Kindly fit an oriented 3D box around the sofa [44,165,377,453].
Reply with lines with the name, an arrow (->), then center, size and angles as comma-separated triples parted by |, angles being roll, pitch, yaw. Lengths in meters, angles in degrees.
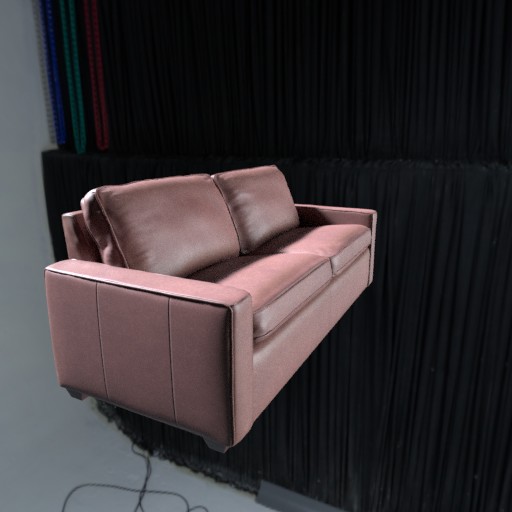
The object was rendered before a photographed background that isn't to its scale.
sofa -> 0.000, 0.000, 2.503 | 0.940, 0.919, 2.080 | 8, 17, 26
